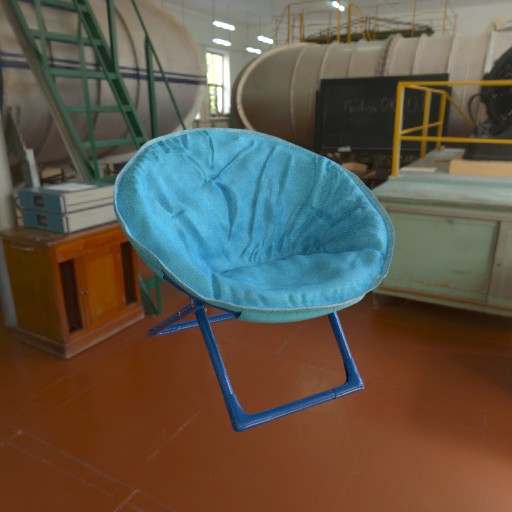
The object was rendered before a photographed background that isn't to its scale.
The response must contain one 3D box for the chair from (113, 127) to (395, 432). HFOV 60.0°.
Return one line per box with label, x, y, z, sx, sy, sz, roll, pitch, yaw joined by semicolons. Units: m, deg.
chair;0.000;0.000;0.882;0.520;0.478;0.465;-9;20;-26
